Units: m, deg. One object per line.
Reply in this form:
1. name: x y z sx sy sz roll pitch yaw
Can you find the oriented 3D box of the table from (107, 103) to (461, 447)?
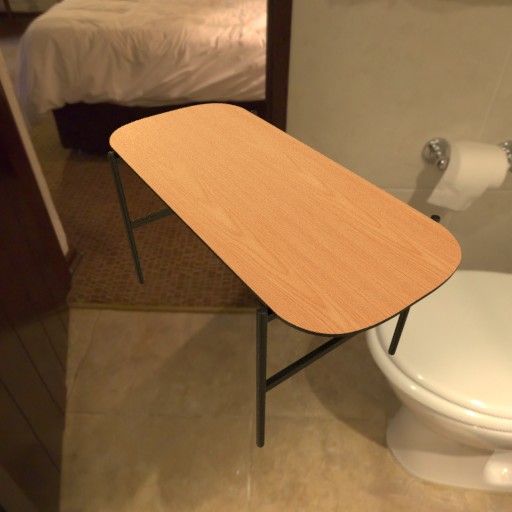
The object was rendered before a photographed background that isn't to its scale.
1. table: 0.000 0.000 1.014 0.400 0.400 0.800 -25 47 -26
